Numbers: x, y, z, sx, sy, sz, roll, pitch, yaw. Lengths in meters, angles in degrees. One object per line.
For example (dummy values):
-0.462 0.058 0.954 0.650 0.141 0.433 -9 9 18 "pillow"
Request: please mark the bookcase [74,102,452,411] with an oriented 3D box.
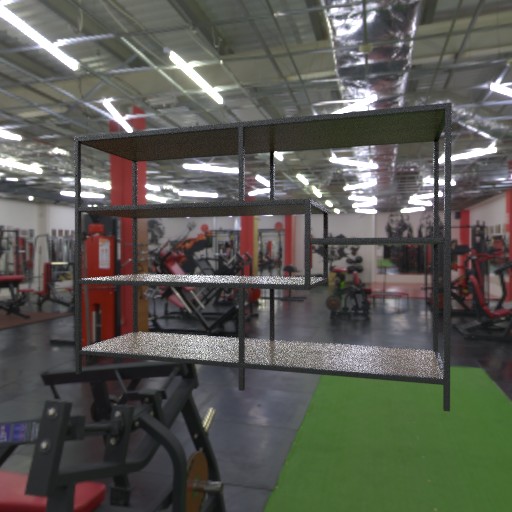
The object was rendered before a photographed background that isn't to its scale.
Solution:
0.000 0.000 1.455 1.140 0.780 0.350 0 1 17 "bookcase"
